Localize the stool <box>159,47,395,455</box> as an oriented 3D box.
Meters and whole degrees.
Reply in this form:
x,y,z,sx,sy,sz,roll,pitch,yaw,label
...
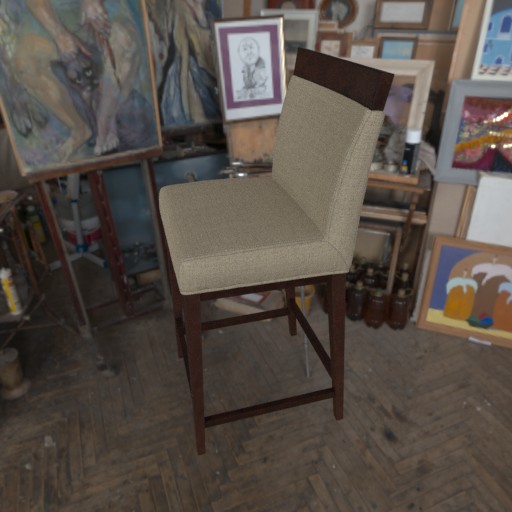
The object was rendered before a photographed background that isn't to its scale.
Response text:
x,y,z,sx,sy,sz,roll,pitch,yaw,label
0.000,0.000,1.243,0.480,1.011,0.463,-8,32,-14,stool
